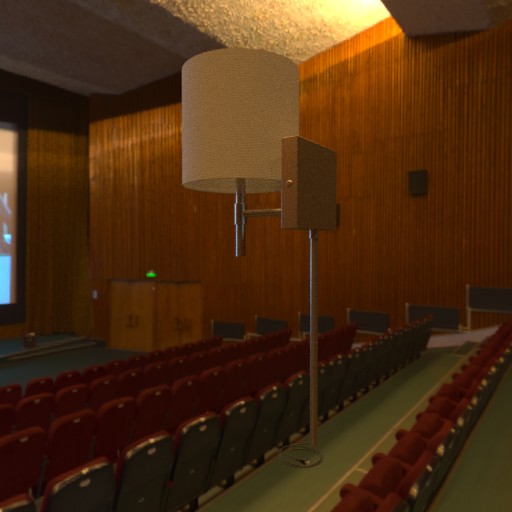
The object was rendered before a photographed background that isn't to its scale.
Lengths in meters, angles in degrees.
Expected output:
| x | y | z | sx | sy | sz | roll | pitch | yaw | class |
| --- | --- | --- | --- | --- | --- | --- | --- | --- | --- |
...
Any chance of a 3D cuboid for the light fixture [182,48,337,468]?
| x | y | z | sx | sy | sz | roll | pitch | yaw | class |
| --- | --- | --- | --- | --- | --- | --- | --- | --- | --- |
| 0.000 | 0.000 | 0.707 | 0.248 | 0.589 | 0.188 | 1 | 2 | 35 | light fixture |
